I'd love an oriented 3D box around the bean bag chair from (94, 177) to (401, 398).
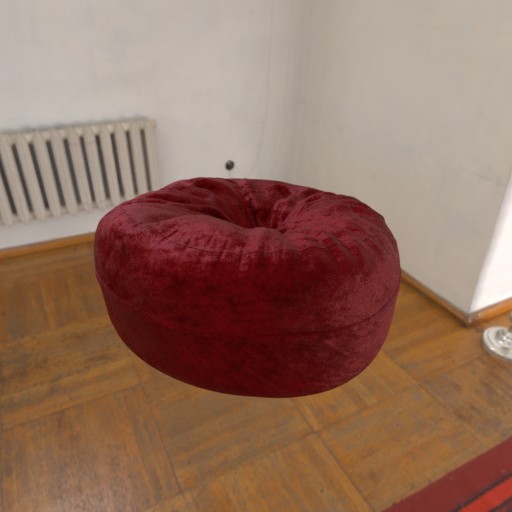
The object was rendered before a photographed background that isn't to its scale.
[{"bbox_3d":[0.000,0.000,2.438,1.524,0.878,1.524,10,33,15],"label":"bean bag chair"}]
